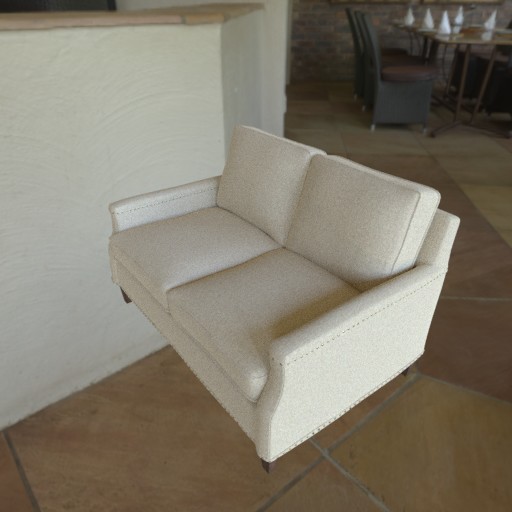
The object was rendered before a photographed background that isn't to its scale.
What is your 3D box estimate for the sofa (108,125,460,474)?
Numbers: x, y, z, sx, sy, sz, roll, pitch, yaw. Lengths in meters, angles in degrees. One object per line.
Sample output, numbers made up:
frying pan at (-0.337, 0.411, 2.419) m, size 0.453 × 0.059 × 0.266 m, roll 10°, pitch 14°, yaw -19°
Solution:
sofa at (0.000, 0.000, 2.306) m, size 1.084 × 1.003 × 1.597 m, roll -21°, pitch 36°, yaw -31°
